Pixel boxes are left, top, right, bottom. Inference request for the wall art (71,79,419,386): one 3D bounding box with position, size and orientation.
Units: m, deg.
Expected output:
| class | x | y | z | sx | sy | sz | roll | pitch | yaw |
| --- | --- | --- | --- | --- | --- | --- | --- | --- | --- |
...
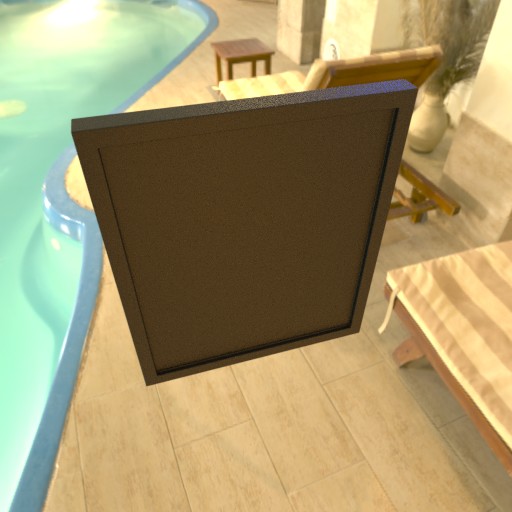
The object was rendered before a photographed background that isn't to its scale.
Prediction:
| class | x | y | z | sx | sy | sz | roll | pitch | yaw |
| --- | --- | --- | --- | --- | --- | --- | --- | --- | --- |
| wall art | 0.000 | 0.000 | 0.538 | 0.328 | 0.381 | 0.028 | -11 | 43 | -13 |
